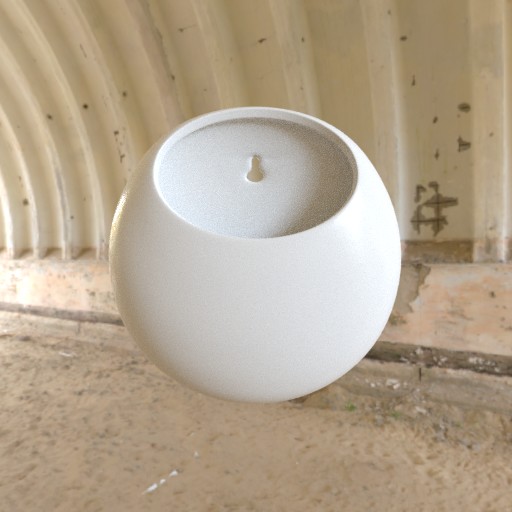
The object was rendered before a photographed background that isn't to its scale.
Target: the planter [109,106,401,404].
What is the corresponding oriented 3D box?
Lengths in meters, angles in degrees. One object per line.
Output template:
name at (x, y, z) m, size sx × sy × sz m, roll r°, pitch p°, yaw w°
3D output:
planter at (0.000, 0.000, 0.281) m, size 0.185 × 0.188 × 0.043 m, roll 0°, pitch 1°, yaw -1°
